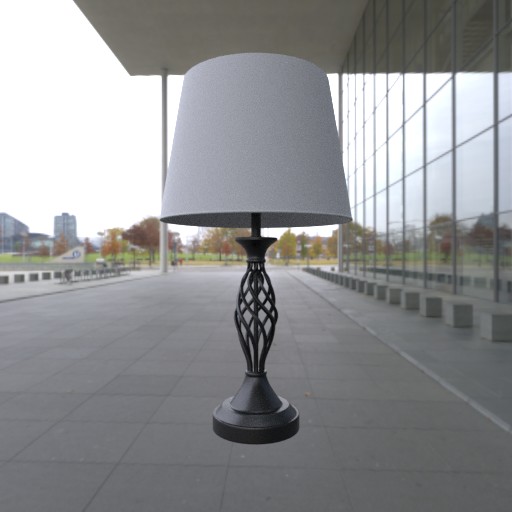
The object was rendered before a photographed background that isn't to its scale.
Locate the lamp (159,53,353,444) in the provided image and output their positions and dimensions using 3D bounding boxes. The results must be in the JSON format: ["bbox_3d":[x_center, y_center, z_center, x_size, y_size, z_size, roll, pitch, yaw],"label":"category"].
[{"bbox_3d":[0.000,0.000,0.773,0.331,0.594,0.331,0,0,0],"label":"lamp"}]
